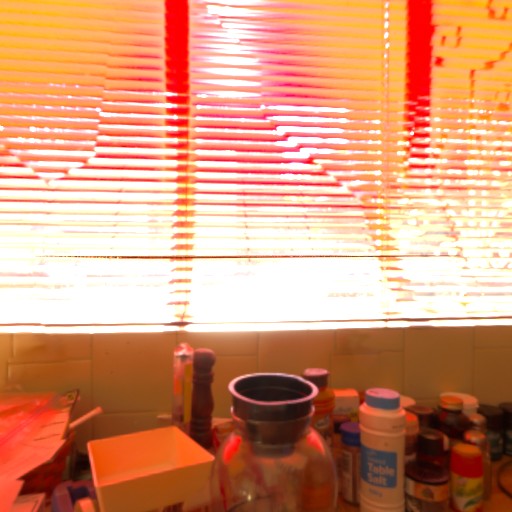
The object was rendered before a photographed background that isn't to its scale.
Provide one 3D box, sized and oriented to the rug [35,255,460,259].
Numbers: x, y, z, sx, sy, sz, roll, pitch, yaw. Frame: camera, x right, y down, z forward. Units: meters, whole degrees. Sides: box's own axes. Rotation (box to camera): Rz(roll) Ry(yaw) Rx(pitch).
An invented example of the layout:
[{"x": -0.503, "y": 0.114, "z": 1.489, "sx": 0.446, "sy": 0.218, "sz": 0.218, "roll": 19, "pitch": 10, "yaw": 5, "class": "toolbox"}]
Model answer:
[{"x": 0.000, "y": 0.000, "z": 2.973, "sx": 2.428, "sy": 0.010, "sz": 1.533, "roll": 0, "pitch": 0, "yaw": -37, "class": "rug"}]
